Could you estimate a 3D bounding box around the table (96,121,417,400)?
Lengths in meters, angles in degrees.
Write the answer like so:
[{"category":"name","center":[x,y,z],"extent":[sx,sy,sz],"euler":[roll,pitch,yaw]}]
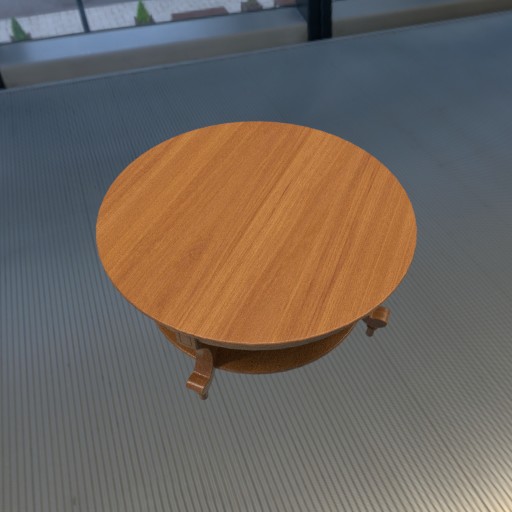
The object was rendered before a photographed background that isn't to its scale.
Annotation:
[{"category":"table","center":[0.000,0.000,1.634],"extent":[1.029,0.490,1.029],"euler":[0,48,0]}]
